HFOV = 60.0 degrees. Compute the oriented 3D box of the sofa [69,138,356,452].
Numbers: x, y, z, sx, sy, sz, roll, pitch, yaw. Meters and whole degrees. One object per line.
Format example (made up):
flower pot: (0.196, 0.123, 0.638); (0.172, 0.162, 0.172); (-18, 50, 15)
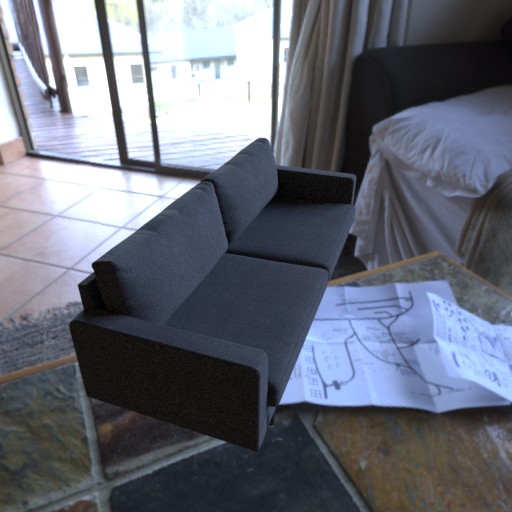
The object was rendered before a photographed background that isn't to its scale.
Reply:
sofa: (0.000, 0.000, 2.606); (0.880, 0.880, 2.100); (11, 32, 17)
